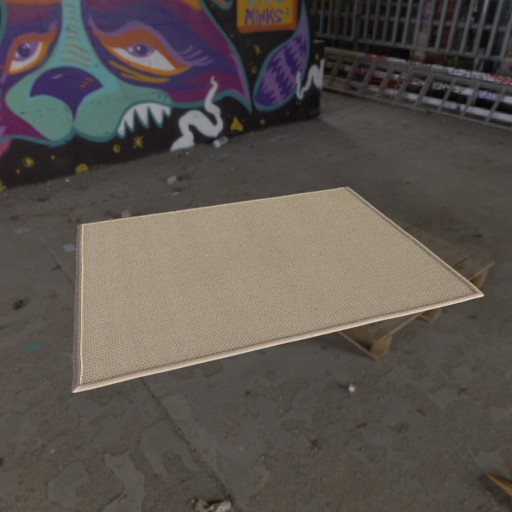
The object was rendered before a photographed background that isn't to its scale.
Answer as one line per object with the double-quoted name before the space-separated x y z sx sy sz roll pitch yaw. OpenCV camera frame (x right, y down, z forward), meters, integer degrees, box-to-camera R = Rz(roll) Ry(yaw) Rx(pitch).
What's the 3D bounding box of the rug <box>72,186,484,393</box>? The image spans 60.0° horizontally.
"rug" 0.000 0.000 2.688 2.081 0.020 1.525 -10 33 -15
